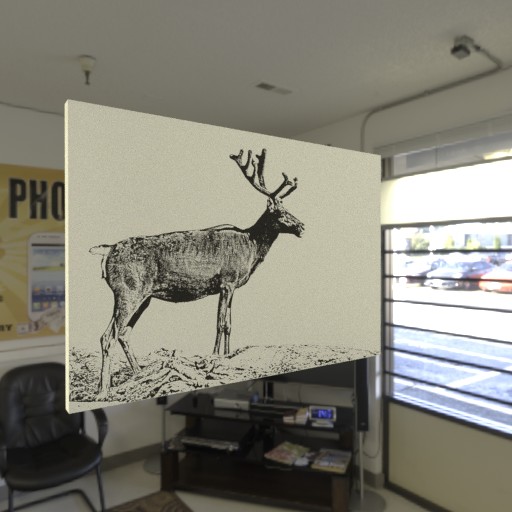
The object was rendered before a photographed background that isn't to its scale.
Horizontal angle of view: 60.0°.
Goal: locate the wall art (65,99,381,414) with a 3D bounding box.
[{"bbox_3d":[0.000,0.000,1.134,0.906,0.617,0.033,0,1,-34],"label":"wall art"}]
